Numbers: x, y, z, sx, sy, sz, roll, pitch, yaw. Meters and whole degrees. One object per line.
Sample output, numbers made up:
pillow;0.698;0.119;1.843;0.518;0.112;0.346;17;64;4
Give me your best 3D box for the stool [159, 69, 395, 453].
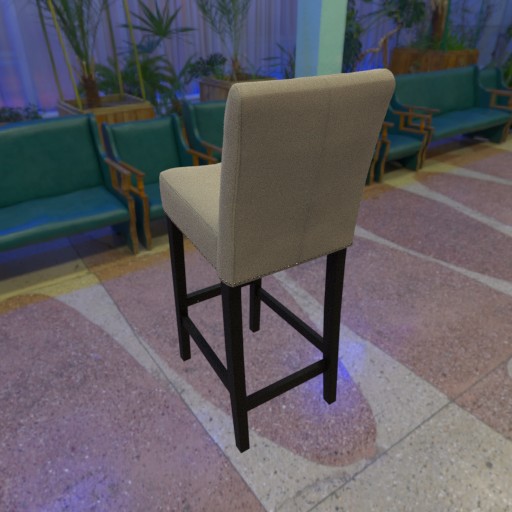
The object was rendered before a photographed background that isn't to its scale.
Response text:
stool;0.000;0.000;1.305;0.411;1.047;0.548;-18;34;-28
